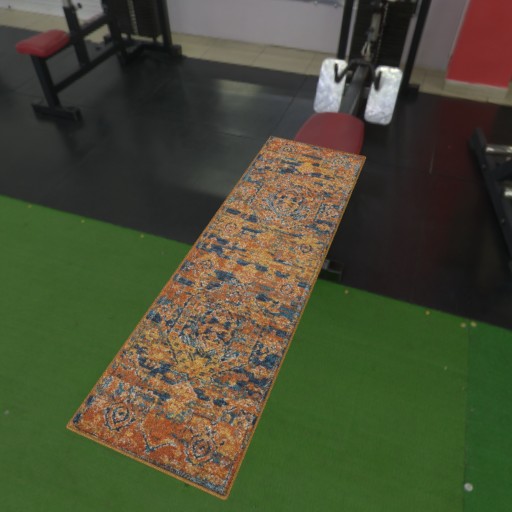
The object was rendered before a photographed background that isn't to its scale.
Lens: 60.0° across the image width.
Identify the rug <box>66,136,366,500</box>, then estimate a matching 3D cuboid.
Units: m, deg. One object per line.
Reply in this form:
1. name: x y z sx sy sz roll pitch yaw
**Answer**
1. rug: 0.000 0.000 1.897 0.556 0.013 1.820 16 49 15
